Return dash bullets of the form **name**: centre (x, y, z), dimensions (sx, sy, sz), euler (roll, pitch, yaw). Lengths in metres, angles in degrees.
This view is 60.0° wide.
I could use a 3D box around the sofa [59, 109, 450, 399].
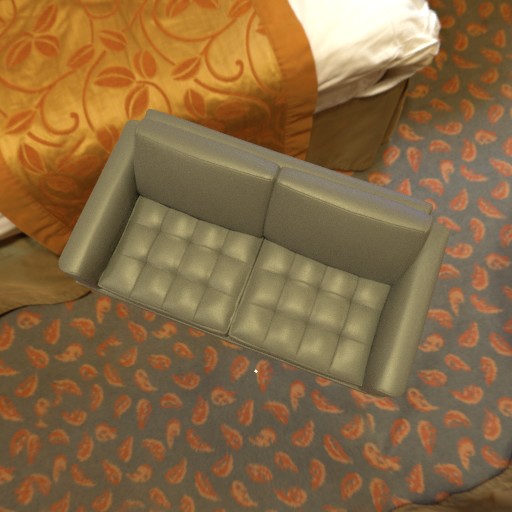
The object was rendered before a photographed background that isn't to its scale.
- **sofa**: centre (0.000, 0.000, 2.782), dimensions (2.177, 0.930, 1.121), euler (20, 76, 5)
